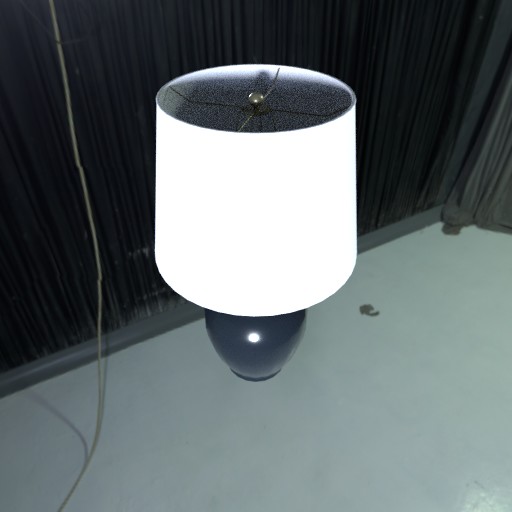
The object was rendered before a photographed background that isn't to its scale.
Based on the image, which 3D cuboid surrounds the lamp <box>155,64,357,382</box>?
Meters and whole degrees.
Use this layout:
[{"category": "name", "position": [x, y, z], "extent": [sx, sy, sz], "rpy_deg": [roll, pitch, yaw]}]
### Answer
[{"category": "lamp", "position": [0.000, 0.000, 0.547], "extent": [0.239, 0.399, 0.239], "rpy_deg": [0, 39, 0]}]
